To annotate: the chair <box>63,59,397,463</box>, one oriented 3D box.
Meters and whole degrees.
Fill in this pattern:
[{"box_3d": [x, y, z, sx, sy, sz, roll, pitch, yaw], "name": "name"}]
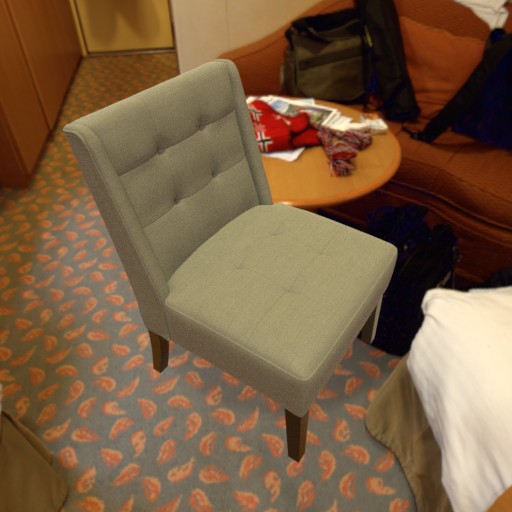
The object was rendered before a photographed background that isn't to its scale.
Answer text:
[{"box_3d": [0.000, 0.000, 1.273, 0.676, 0.853, 0.569, 24, 47, 25], "name": "chair"}]
